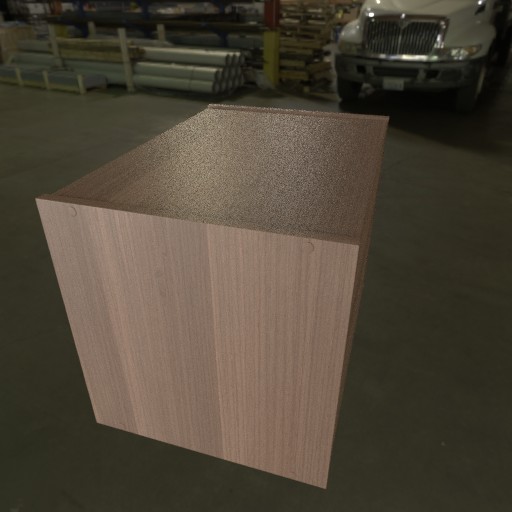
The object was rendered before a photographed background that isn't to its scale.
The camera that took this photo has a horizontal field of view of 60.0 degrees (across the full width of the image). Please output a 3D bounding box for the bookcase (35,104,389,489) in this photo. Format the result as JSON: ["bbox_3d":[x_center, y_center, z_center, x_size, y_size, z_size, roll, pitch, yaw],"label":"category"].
[{"bbox_3d":[0.000,0.000,0.612,0.290,0.305,0.415,9,32,15],"label":"bookcase"}]
